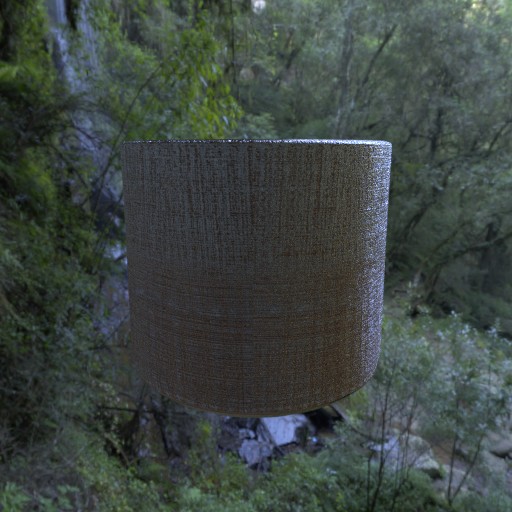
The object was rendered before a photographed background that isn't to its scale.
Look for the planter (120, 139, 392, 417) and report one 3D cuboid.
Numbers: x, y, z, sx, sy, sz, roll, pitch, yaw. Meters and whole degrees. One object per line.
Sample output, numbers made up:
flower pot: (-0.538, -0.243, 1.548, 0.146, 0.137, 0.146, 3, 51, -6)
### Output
planter: (0.000, 0.000, 0.192, 0.109, 0.096, 0.109, 0, 14, 0)
